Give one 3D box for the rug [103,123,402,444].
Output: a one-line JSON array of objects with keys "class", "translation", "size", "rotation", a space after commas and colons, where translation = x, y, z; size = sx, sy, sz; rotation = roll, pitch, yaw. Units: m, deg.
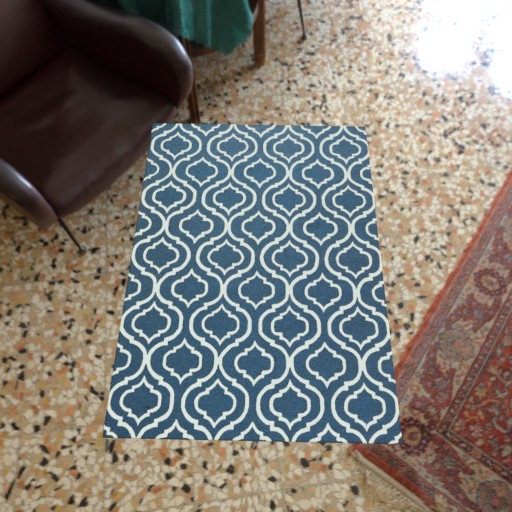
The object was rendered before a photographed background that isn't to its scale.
[{"class": "rug", "translation": [0.000, 0.000, 4.341], "size": [2.438, 0.010, 3.353], "rotation": [1, 64, 1]}]
